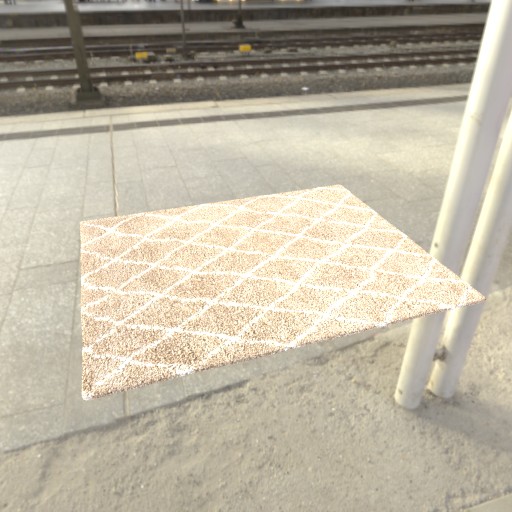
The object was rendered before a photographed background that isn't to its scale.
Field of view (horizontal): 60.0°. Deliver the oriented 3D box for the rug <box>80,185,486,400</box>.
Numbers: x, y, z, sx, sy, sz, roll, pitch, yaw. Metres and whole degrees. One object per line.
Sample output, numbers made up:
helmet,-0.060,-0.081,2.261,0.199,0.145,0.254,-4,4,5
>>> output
rug,0.000,0.000,4.064,3.047,0.029,2.438,-10,34,-16
